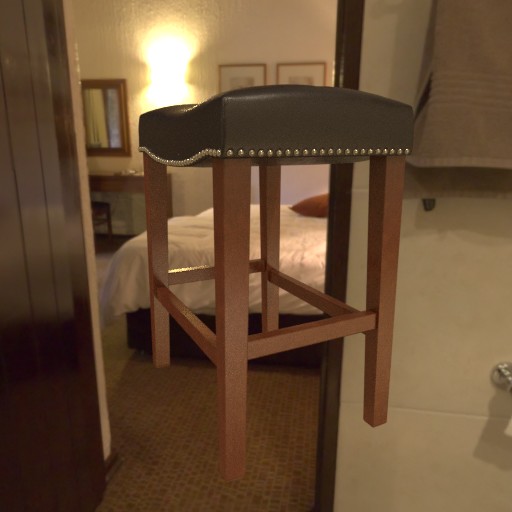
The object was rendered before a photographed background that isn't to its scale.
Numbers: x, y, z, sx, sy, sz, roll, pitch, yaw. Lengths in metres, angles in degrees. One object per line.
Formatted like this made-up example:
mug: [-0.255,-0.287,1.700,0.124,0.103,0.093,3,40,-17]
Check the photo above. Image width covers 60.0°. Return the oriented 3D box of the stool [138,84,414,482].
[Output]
stool: [0.000,0.000,0.964,0.372,0.654,0.504,-7,16,-26]
